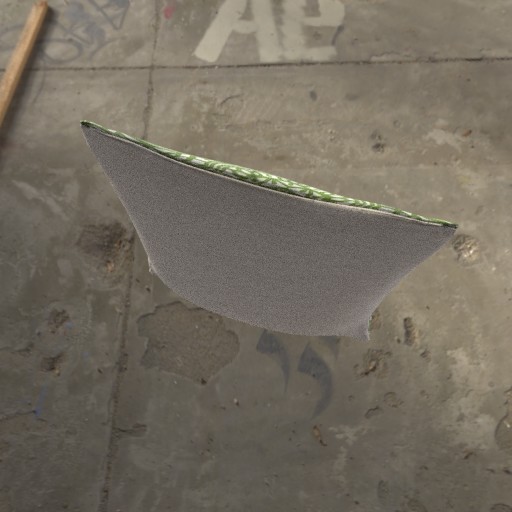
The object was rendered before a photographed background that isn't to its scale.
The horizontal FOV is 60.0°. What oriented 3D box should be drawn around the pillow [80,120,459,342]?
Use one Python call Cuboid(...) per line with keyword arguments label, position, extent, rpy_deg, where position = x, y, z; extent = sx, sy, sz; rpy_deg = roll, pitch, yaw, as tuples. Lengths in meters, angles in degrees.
Cuboid(label="pillow", position=(0.000, 0.000, 0.666), extent=(0.440, 0.419, 0.162), rpy_deg=(17, 65, 8))
